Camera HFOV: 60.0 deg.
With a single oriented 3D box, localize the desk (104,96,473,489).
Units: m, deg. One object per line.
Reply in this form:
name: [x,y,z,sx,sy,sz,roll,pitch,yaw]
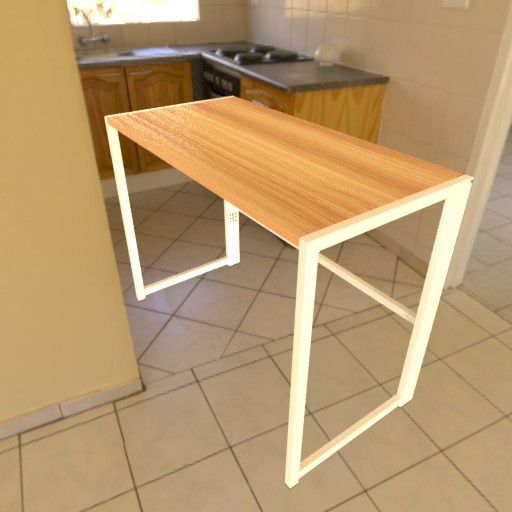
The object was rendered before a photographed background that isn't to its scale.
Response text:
desk: [0.000,0.000,1.445,0.508,0.762,1.016,-21,38,-30]
